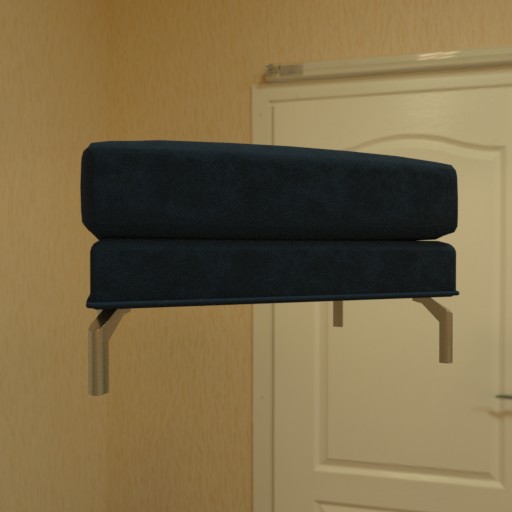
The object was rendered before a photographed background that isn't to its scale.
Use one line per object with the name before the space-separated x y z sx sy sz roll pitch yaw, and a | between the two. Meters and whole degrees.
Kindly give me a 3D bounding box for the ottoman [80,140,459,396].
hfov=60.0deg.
ottoman | 0.000 0.000 1.179 0.835 0.498 0.587 0 0 -18
